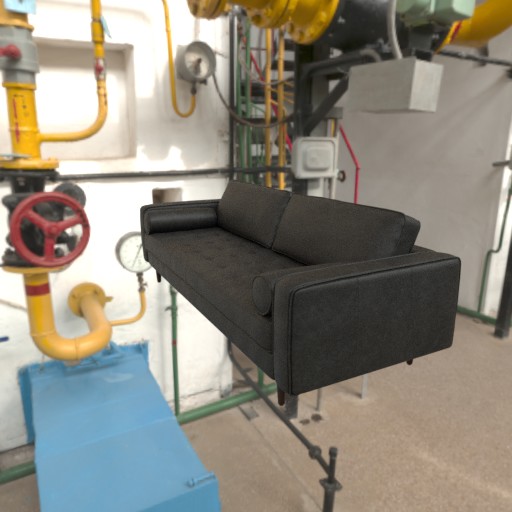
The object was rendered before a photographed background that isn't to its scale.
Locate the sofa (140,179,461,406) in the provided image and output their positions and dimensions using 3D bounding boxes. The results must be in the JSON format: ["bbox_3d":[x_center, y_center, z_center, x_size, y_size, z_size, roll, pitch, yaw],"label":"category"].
[{"bbox_3d":[0.000,0.000,2.691,0.914,0.762,2.210,-8,17,-27],"label":"sofa"}]
